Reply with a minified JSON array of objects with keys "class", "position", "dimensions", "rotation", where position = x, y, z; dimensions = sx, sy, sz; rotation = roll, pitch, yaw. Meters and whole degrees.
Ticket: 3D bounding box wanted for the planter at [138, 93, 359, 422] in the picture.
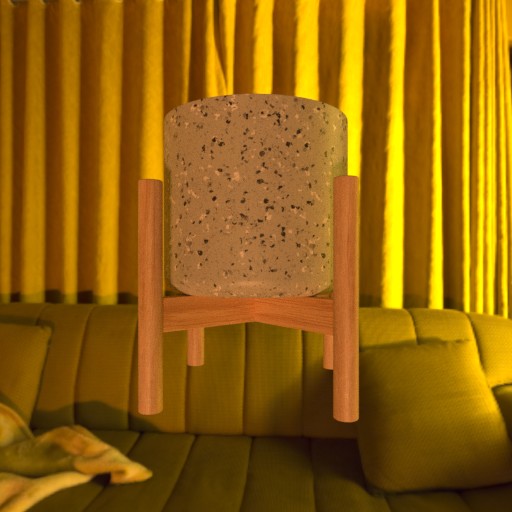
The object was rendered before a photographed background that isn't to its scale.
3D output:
[{"class":"planter","position":[0.000,0.000,0.547],"dimensions":[0.284,0.320,0.284],"rotation":[0,0,-17]}]
